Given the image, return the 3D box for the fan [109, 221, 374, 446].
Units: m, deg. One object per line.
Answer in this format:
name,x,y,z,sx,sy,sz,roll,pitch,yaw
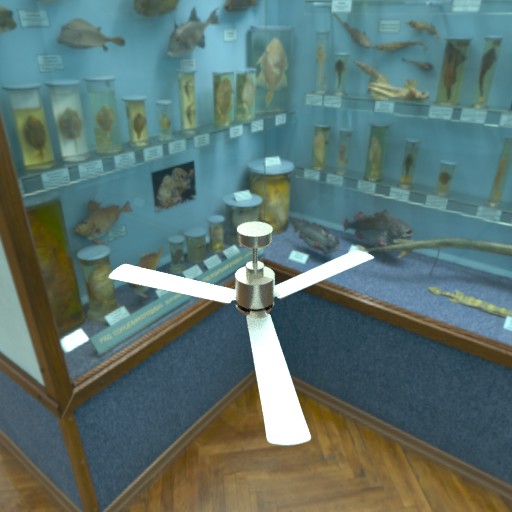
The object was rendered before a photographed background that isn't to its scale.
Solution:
fan,0.000,0.000,2.360,1.561,0.446,1.531,21,34,34
